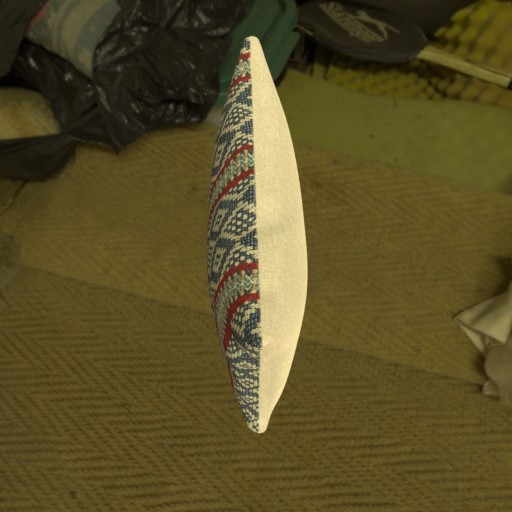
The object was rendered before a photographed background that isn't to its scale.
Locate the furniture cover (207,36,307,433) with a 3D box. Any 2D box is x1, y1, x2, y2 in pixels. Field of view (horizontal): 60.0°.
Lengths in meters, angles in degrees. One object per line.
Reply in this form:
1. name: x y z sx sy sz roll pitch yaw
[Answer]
1. furniture cover: 0.000 0.000 0.662 0.139 0.431 0.431 -1 59 -1
